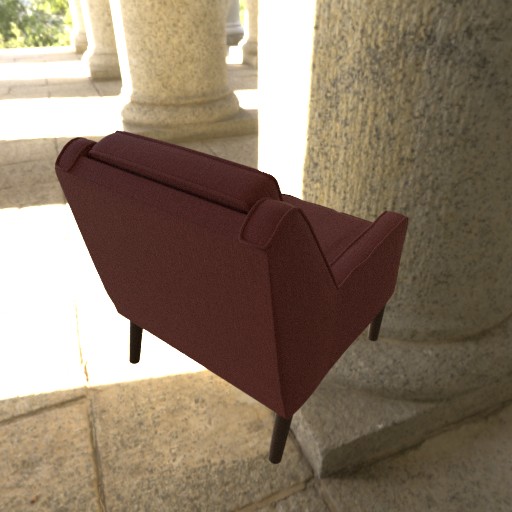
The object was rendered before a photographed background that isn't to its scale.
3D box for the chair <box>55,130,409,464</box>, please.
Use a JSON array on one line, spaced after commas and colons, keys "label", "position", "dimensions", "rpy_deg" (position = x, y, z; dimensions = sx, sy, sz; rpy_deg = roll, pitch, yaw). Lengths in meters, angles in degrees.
[{"label": "chair", "position": [0.000, 0.000, 1.347], "dimensions": [0.680, 0.812, 0.770], "rpy_deg": [23, 39, 31]}]
